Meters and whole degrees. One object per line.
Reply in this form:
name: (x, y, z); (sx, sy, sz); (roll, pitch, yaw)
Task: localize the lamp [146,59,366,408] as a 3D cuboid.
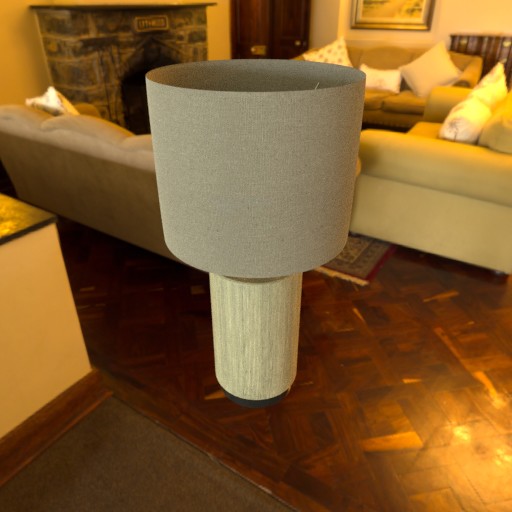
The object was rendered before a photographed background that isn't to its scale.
lamp: (0.000, 0.000, 0.575); (0.228, 0.444, 0.228); (-8, 31, -14)
